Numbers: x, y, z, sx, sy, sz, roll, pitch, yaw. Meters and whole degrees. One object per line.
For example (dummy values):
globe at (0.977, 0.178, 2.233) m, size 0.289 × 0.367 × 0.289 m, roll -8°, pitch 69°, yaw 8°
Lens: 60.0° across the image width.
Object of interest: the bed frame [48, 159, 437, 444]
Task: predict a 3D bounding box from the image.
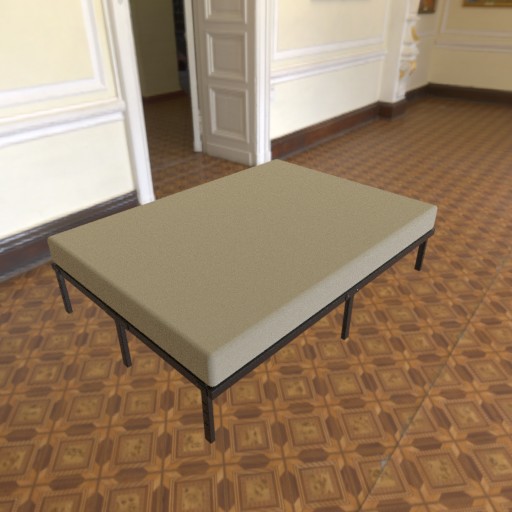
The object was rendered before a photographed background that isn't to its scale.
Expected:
bed frame at (0.000, 0.000, 3.740) m, size 2.842 × 0.680 × 2.205 m, roll -22°, pitch 37°, yaw -33°
